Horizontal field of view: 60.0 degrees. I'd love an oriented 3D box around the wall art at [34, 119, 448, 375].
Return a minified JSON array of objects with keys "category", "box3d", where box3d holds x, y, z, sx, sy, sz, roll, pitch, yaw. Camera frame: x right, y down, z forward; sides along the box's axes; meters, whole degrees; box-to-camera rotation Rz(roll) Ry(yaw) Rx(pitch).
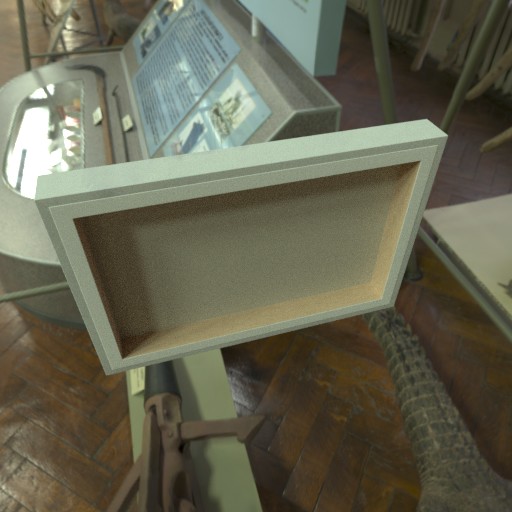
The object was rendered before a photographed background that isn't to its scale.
[{"category":"wall art","box3d":[0.000,0.000,0.493,0.381,0.254,0.038,-11,44,-12]}]
